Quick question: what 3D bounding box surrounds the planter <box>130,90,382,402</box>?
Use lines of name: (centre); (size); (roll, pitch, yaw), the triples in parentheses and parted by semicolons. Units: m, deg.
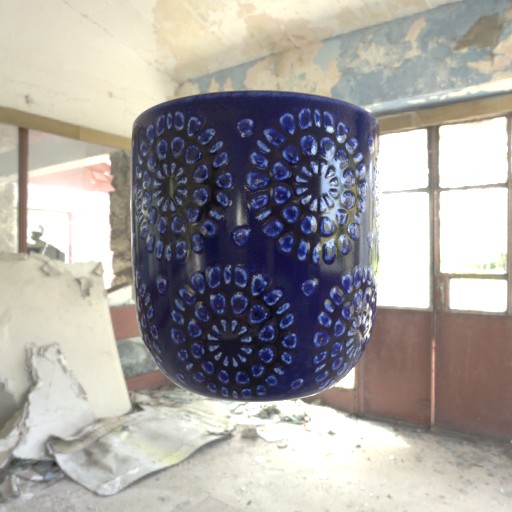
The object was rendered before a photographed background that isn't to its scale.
planter: (0.000, 0.000, 0.201); (0.109, 0.112, 0.109); (0, 0, 0)
